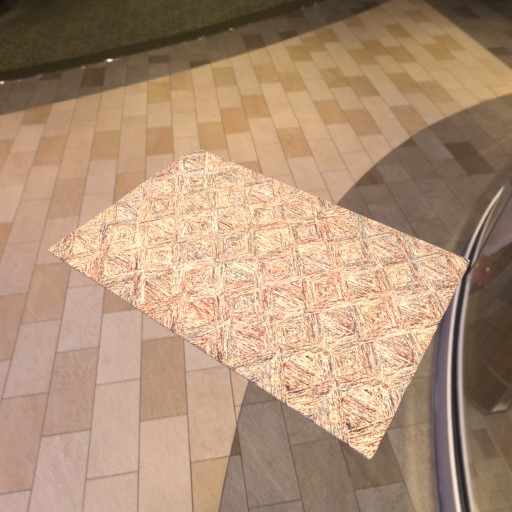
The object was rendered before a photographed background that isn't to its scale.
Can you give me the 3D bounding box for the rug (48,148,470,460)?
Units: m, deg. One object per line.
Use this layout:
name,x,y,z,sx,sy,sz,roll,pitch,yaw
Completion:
rug,0.000,0.000,2.189,1.761,0.014,1.143,27,52,23
